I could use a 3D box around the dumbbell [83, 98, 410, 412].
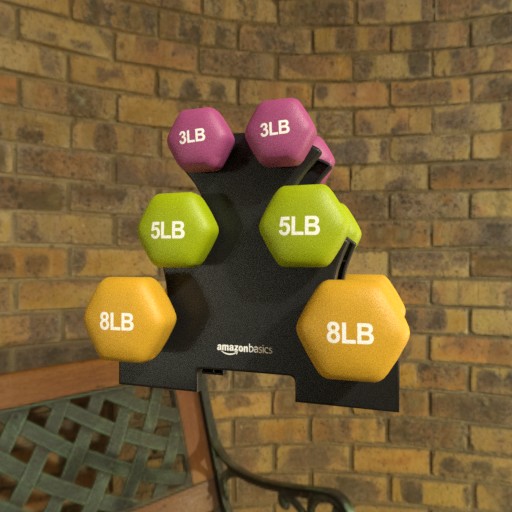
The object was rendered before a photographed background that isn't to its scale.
[{"bbox_3d":[0.000,0.000,0.462,0.300,0.271,0.190,0,-1,18],"label":"dumbbell"}]
